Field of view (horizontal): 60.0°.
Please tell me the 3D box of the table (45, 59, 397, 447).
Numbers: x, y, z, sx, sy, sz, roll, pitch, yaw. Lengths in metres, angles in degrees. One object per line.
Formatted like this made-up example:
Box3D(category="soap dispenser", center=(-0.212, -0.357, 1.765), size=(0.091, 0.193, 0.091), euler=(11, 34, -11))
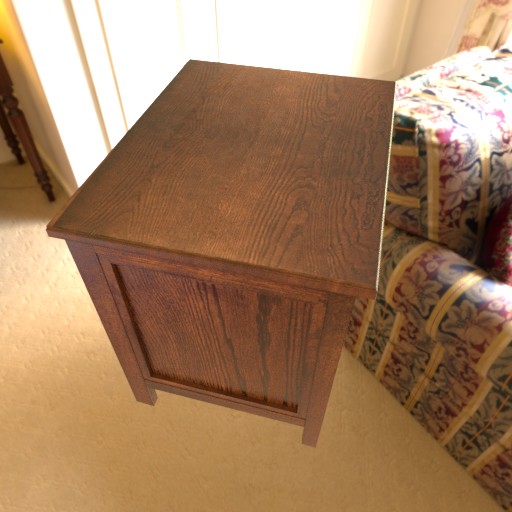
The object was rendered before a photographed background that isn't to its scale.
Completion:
Box3D(category="table", center=(0.000, 0.000, 0.993), size=(0.461, 0.597, 0.586), euler=(11, 48, 10))
